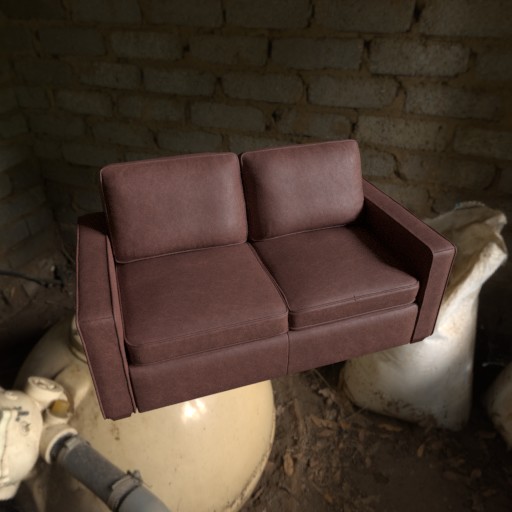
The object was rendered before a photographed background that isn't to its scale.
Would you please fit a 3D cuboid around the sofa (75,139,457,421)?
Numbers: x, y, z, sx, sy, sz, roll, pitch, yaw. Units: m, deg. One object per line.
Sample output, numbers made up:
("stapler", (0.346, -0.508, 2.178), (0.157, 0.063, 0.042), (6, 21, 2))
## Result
("sofa", (0.000, 0.000, 2.278), (1.709, 0.918, 0.947), (-10, 34, -15))
